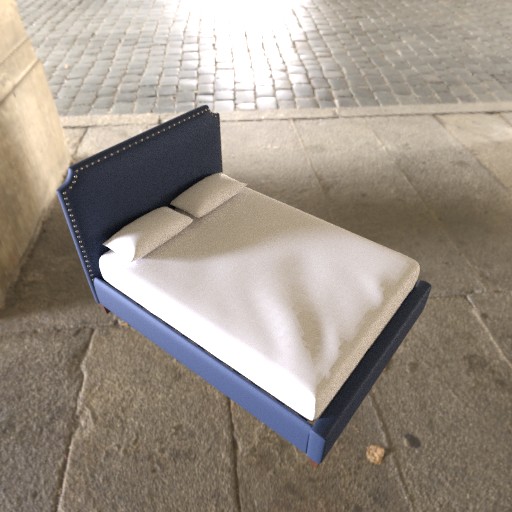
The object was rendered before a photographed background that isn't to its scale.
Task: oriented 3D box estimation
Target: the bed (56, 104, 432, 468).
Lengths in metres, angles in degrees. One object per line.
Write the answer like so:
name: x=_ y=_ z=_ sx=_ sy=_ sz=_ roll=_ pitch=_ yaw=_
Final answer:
bed: x=0.000 y=0.000 z=3.517 sx=2.372 sy=1.443 sz=1.712 roll=27 pitch=48 yaw=28
